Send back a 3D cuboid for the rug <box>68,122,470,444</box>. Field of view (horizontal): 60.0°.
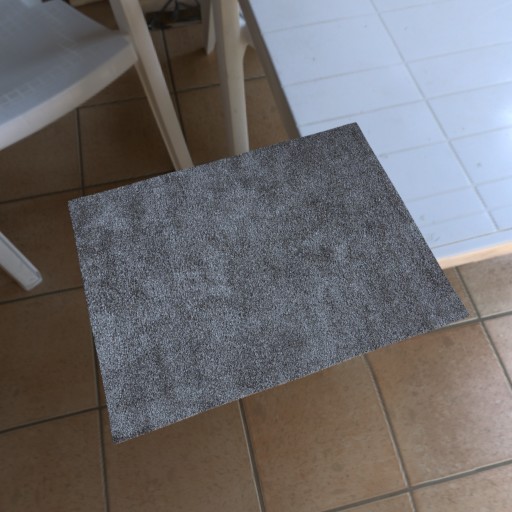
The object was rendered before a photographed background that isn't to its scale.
[{"bbox_3d":[0.000,0.000,2.111,1.601,0.025,1.198,-17,65,-8],"label":"rug"}]
